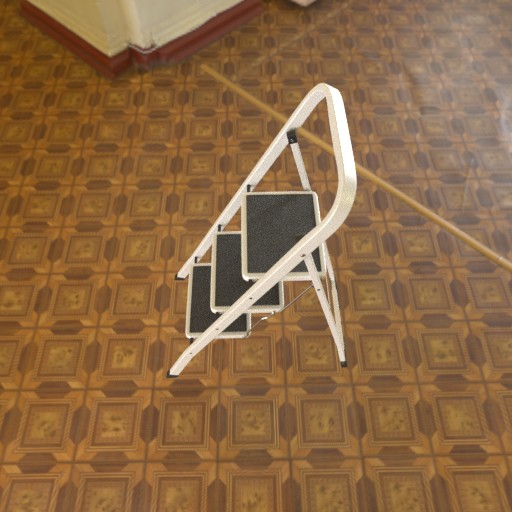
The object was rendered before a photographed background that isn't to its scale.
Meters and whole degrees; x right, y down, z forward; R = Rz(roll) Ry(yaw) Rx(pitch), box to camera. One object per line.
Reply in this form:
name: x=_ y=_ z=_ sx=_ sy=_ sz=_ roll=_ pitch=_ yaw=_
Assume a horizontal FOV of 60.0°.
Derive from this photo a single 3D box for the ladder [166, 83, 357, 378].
ladder: x=0.000 y=0.000 z=1.408 sx=0.711 sy=1.050 sz=0.460 roll=-1 pitch=58 yaw=-1
